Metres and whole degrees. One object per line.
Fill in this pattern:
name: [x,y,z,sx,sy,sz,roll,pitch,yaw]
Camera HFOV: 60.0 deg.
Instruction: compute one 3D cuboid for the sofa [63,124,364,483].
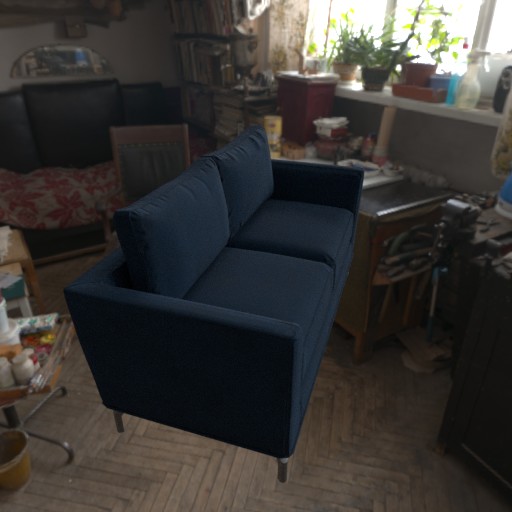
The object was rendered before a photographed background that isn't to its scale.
sofa: [0.000,0.000,2.275,0.853,1.002,1.770,9,30,16]
